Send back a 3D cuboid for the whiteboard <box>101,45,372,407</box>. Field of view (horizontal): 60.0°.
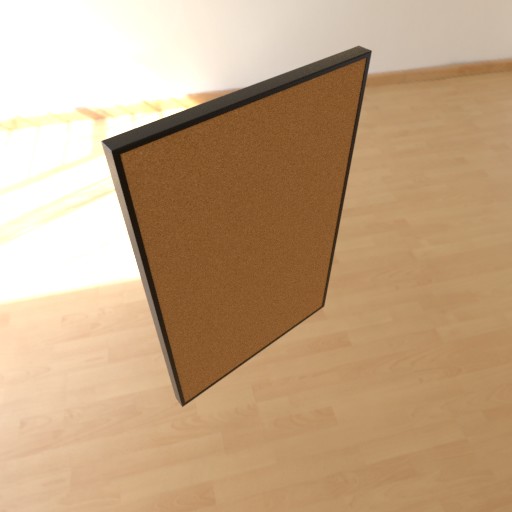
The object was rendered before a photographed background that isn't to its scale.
[{"bbox_3d":[0.000,0.000,0.776,0.406,0.611,0.026,-30,54,-25],"label":"whiteboard"}]
